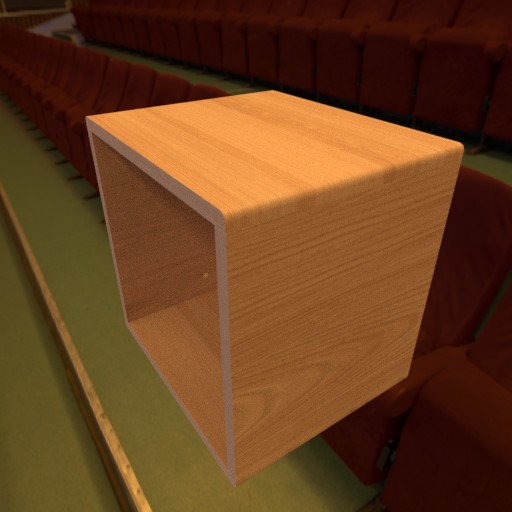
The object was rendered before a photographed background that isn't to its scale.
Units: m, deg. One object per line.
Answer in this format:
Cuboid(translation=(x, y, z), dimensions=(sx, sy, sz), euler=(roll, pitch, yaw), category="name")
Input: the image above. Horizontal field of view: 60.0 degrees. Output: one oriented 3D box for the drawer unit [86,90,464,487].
Cuboid(translation=(0.000, 0.000, 0.599), dimensions=(0.290, 0.344, 0.344), euler=(-20, 36, -29), category="drawer unit")
